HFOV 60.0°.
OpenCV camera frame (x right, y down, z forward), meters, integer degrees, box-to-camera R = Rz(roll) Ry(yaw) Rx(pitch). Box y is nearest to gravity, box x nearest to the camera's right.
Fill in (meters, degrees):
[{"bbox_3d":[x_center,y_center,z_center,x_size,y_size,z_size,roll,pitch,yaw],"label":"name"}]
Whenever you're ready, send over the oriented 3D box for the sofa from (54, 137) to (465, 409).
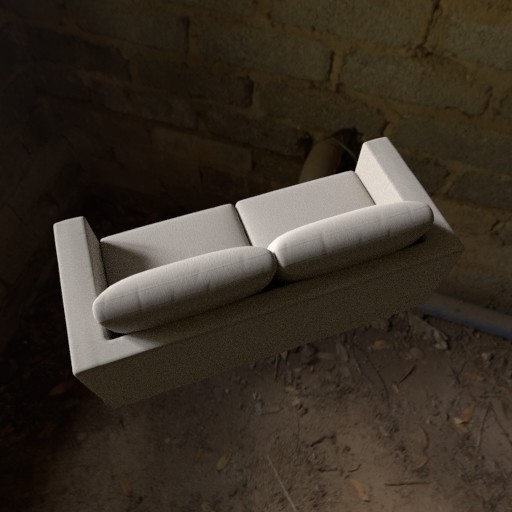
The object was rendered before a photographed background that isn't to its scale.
[{"bbox_3d":[0.000,0.000,2.660,2.163,0.881,0.954,-17,60,-10],"label":"sofa"}]
